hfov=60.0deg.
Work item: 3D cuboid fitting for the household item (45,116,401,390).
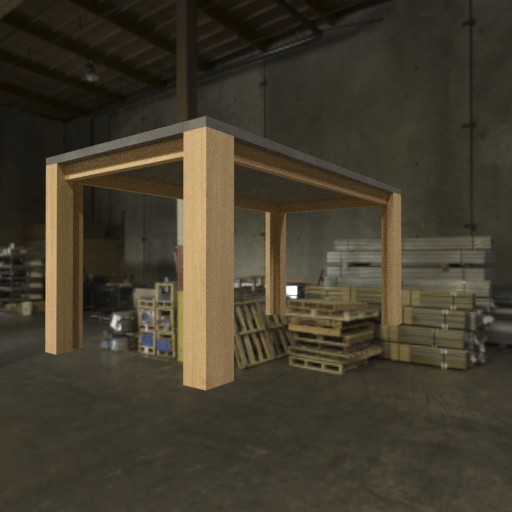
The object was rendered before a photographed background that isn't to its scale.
[{"bbox_3d":[0.000,0.000,2.114,0.850,0.755,1.600,0,-1,37],"label":"household item"}]
